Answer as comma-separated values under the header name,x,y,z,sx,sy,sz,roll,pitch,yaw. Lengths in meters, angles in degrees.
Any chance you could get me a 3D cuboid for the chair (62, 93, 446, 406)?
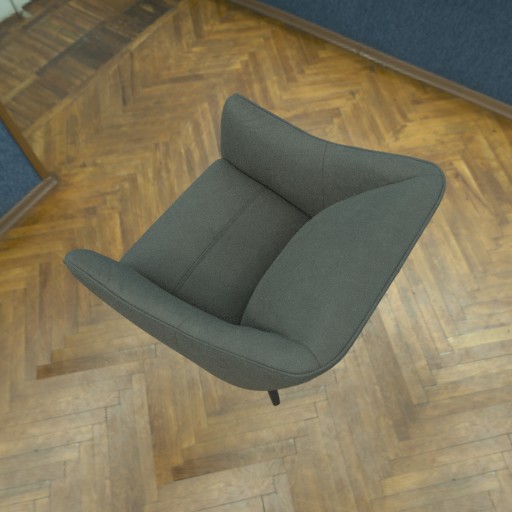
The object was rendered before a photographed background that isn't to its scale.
name,x,y,z,sx,sy,sz,roll,pitch,yaw
chair,0.000,0.000,1.527,0.852,0.830,0.871,32,67,16
